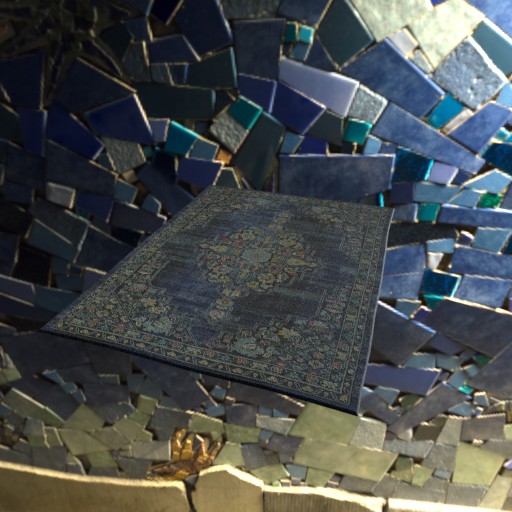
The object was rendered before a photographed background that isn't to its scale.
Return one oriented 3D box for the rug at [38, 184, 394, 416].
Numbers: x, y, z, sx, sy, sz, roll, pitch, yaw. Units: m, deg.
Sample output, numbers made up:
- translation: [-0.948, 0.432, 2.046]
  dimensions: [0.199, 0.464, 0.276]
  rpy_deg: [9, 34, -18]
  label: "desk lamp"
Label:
- translation: [0.000, 0.000, 4.862]
  dimensions: [2.716, 0.035, 3.612]
  rpy_deg: [10, 32, 16]
  label: "rug"
